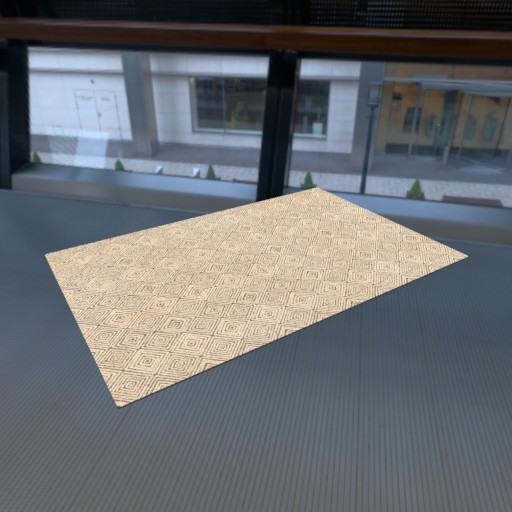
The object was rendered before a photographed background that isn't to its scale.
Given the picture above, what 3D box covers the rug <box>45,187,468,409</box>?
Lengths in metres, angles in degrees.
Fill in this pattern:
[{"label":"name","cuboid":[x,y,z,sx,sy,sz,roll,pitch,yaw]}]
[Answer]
[{"label":"rug","cuboid":[0.000,0.000,2.232,1.783,0.008,1.175,-17,34,-28]}]
